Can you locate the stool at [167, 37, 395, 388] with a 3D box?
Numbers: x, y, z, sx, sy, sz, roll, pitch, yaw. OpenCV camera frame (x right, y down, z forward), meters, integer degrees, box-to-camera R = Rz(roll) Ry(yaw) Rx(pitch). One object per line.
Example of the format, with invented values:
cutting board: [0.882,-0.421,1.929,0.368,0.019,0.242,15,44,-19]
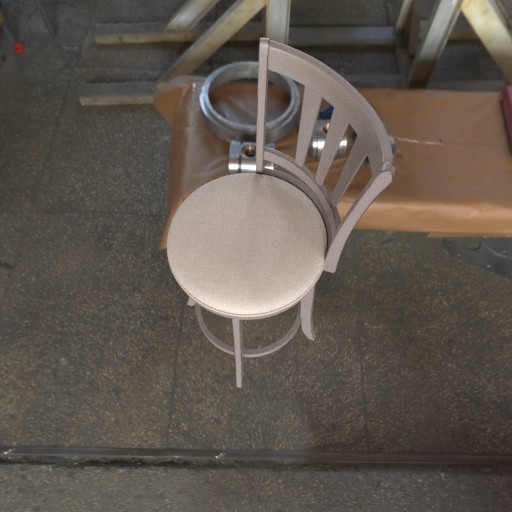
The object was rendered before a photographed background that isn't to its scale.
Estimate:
stool: [0.000,0.000,1.274,0.475,1.023,0.436,-29,66,-14]
